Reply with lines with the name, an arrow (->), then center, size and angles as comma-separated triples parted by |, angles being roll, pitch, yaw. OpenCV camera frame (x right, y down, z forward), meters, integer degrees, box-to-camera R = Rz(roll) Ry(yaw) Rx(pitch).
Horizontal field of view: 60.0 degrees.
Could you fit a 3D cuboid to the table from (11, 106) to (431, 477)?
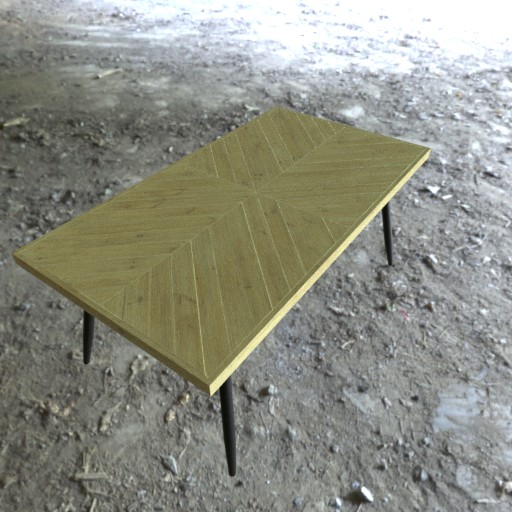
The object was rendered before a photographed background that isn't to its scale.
table -> 0.000, 0.000, 2.265 | 0.991, 0.762, 1.803 | 25, 46, 27
